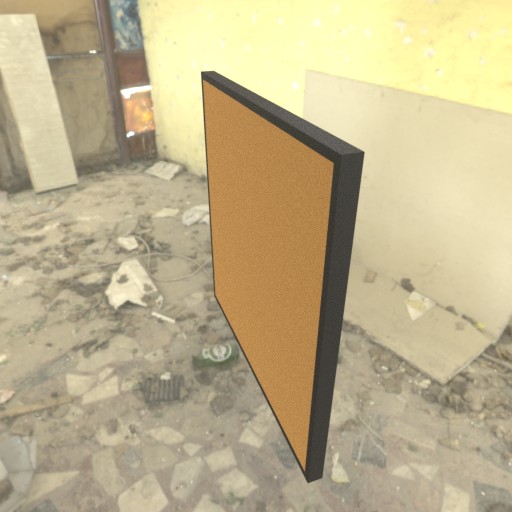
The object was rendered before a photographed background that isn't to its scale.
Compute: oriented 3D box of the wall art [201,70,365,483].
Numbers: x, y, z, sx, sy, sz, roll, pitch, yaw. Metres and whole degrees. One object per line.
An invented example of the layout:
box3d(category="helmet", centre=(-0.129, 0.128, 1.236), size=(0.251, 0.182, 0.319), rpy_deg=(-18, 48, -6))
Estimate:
box3d(category="wall art", centre=(0.000, 0.000, 1.116), size=(0.038, 0.763, 0.763), rpy_deg=(-11, 33, -18))
